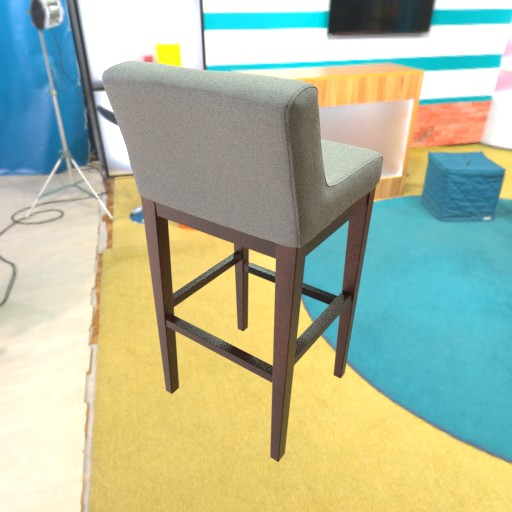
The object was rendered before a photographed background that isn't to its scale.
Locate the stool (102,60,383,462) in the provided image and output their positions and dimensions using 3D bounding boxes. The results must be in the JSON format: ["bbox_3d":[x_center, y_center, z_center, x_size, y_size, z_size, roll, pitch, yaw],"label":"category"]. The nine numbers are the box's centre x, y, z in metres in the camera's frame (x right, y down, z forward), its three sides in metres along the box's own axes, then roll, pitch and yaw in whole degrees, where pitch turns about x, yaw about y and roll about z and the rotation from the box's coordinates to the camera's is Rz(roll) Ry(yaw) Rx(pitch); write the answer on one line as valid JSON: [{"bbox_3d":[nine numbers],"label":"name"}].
[{"bbox_3d":[0.000,0.000,1.269,0.511,1.037,0.500,20,36,30],"label":"stool"}]
